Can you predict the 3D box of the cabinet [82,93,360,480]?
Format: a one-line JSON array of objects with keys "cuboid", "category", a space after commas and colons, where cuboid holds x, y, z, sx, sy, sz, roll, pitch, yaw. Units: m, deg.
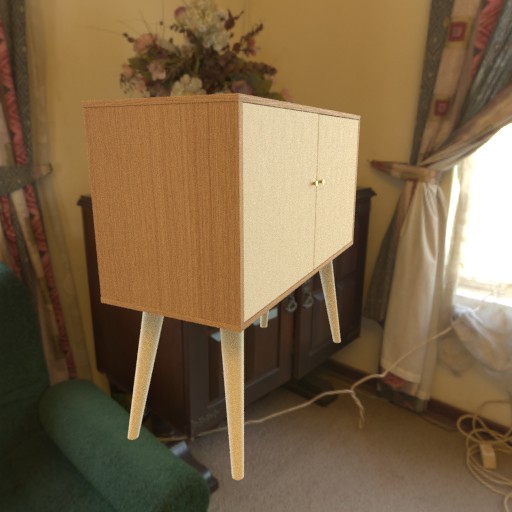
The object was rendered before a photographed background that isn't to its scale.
[{"cuboid": [0.000, 0.000, 1.622, 0.470, 1.016, 1.057, 7, 16, 26], "category": "cabinet"}]
